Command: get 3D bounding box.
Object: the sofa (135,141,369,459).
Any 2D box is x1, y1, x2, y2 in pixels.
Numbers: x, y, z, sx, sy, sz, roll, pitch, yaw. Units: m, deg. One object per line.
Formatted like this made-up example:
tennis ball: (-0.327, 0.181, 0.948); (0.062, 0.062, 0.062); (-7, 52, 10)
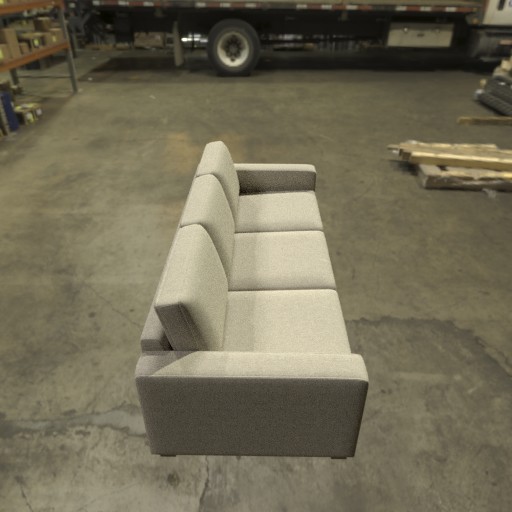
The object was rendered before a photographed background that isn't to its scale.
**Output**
sofa: (0.000, 0.000, 2.627); (0.900, 0.800, 2.160); (0, 33, 1)
